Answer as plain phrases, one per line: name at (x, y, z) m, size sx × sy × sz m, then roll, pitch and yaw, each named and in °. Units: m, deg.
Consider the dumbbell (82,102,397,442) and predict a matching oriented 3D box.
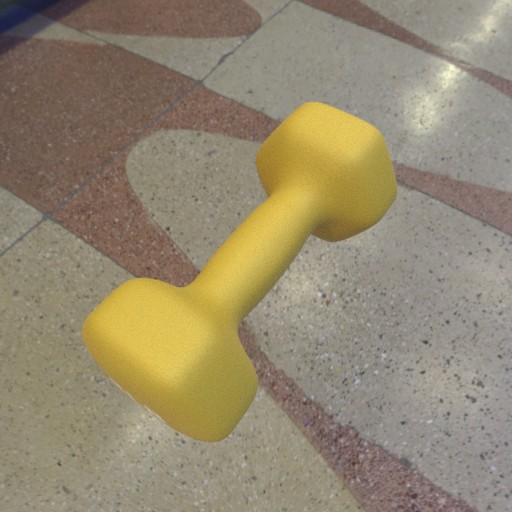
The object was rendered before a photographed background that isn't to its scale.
dumbbell at (0.000, 0.000, 0.242) m, size 0.090 × 0.082 × 0.190 m, roll 32°, pitch 63°, yaw 19°
